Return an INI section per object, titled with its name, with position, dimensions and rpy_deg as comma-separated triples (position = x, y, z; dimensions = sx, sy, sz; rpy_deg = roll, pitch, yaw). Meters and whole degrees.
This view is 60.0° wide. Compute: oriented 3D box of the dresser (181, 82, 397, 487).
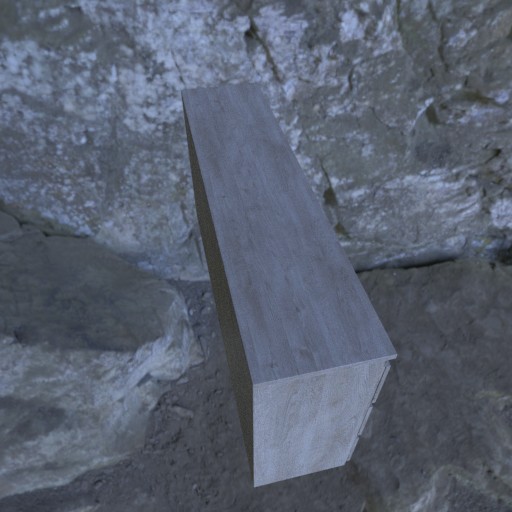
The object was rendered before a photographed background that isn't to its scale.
[dresser]
position = 0.000, 0.000, 1.930
dimensions = 0.390, 0.795, 1.590
rpy_deg = -10, 47, -9
